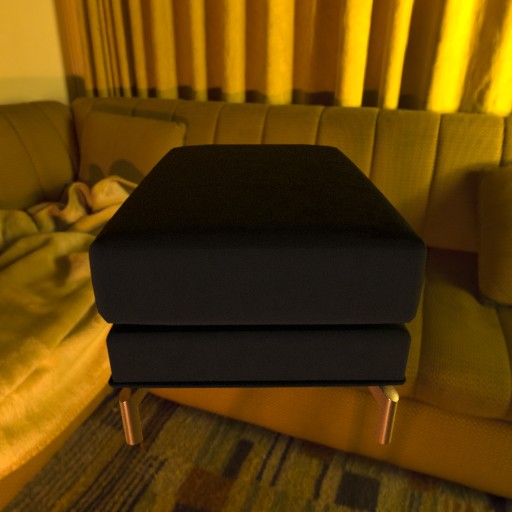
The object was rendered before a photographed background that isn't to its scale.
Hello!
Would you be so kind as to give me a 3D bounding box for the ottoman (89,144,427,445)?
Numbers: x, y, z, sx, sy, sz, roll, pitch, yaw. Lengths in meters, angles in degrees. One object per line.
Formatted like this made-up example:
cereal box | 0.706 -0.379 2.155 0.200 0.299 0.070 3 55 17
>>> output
ottoman | 0.000 0.000 1.189 0.587 0.498 0.835 0 25 -1
